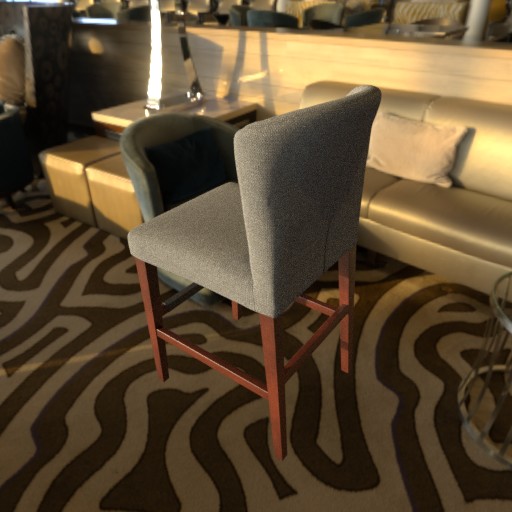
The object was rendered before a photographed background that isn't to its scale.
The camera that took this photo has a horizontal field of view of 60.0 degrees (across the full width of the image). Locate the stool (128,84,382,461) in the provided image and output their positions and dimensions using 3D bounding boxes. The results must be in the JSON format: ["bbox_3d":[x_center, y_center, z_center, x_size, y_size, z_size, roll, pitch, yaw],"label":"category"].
[{"bbox_3d":[0.000,0.000,1.286,0.568,0.968,0.479,21,37,30],"label":"stool"}]
